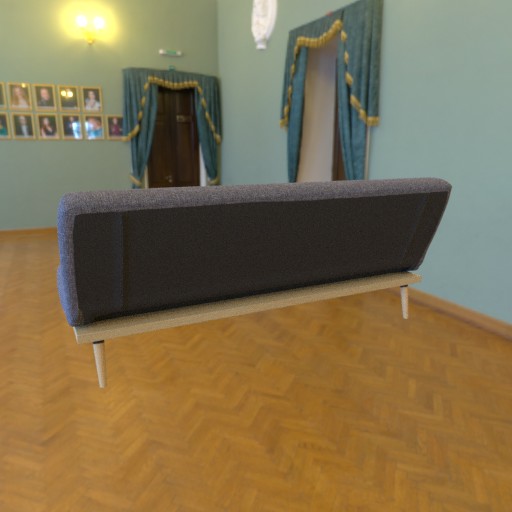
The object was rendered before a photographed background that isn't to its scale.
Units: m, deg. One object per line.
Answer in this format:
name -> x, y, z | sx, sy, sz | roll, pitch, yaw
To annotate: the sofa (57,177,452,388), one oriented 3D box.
sofa -> 0.000, 0.000, 2.225 | 1.820, 0.770, 0.820 | -7, 15, -26
